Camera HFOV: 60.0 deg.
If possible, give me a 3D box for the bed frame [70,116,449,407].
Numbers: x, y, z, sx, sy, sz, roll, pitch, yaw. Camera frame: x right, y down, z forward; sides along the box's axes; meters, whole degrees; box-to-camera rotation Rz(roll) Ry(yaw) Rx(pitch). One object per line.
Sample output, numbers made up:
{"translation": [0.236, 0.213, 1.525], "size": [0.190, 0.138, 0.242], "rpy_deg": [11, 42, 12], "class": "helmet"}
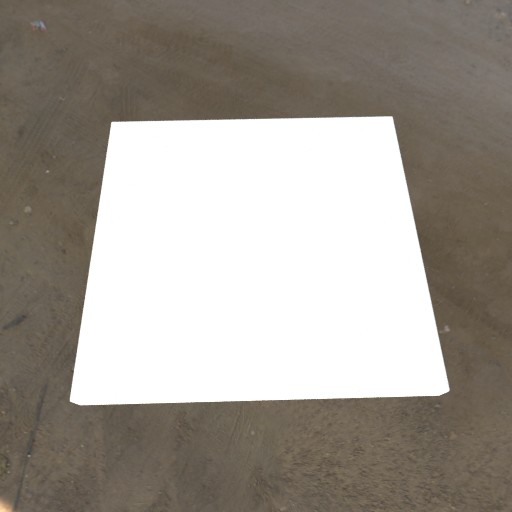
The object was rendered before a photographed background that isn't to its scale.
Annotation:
{"translation": [0.000, 0.000, 3.033], "size": [2.032, 0.559, 1.930], "rpy_deg": [-1, 64, -1], "class": "bed frame"}
